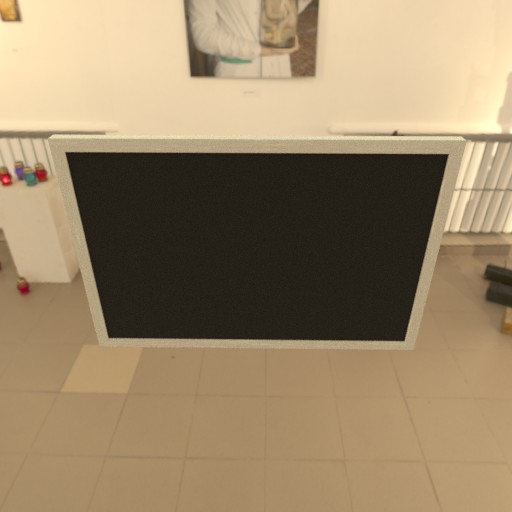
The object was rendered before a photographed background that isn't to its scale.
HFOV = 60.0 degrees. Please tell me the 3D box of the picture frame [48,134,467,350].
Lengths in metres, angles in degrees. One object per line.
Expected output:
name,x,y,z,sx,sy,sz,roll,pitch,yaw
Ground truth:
picture frame,0.000,0.000,1.186,0.950,0.640,0.029,0,32,1
